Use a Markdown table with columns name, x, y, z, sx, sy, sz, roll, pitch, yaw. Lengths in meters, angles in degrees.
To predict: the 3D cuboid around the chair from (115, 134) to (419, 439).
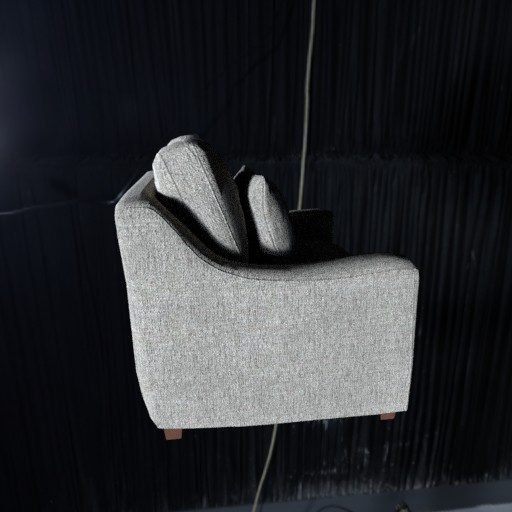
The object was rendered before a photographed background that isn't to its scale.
| name | x | y | z | sx | sy | sz | roll | pitch | yaw |
| --- | --- | --- | --- | --- | --- | --- | --- | --- | --- |
| chair | 0.000 | 0.000 | 1.977 | 1.009 | 1.037 | 1.138 | -2 | 16 | -8 |
